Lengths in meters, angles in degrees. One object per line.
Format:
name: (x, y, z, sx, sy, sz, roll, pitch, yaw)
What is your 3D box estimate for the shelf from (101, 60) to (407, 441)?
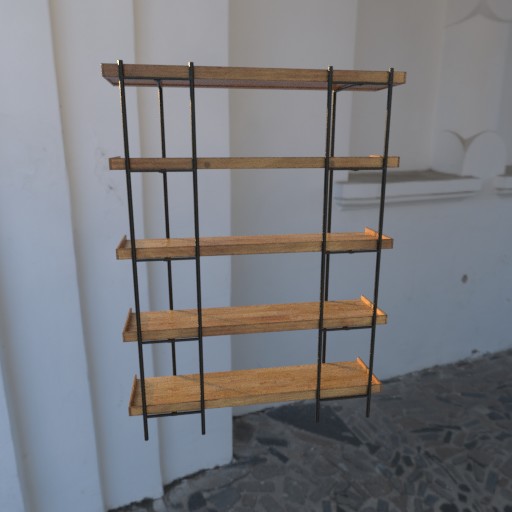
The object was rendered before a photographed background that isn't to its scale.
shelf: (0.000, 0.000, 2.343, 1.371, 1.826, 0.379, -2, 14, -9)
